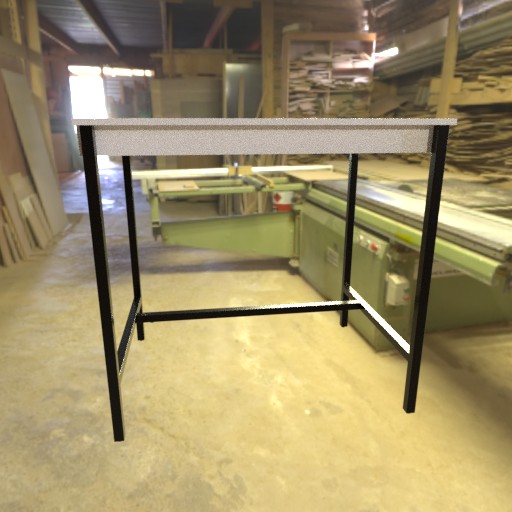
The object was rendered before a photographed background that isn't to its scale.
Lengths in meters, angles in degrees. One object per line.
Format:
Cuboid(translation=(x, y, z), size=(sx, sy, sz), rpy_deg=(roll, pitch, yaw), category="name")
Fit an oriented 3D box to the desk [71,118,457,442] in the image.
Cuboid(translation=(0.000, 0.000, 1.300), size=(0.811, 0.766, 0.573), rpy_deg=(-2, 17, -8), category="desk")
